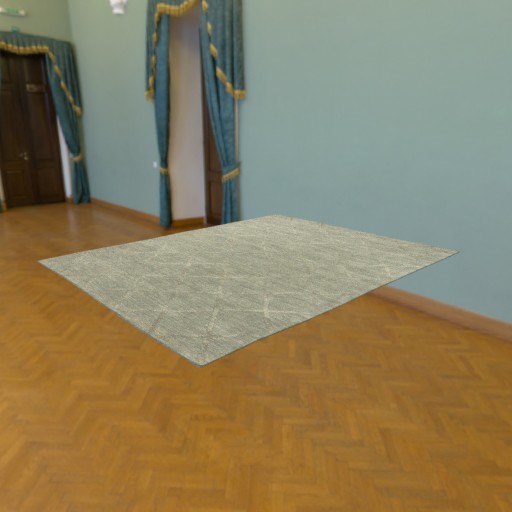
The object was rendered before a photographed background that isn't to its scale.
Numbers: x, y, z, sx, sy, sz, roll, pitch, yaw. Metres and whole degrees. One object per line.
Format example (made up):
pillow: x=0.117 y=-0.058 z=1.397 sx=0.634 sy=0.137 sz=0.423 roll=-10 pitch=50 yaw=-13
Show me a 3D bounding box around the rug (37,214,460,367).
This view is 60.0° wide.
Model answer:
rug: x=0.000 y=0.000 z=4.046 sx=3.048 sy=0.013 sz=2.438 roll=-15 pitch=22 yaw=-41
